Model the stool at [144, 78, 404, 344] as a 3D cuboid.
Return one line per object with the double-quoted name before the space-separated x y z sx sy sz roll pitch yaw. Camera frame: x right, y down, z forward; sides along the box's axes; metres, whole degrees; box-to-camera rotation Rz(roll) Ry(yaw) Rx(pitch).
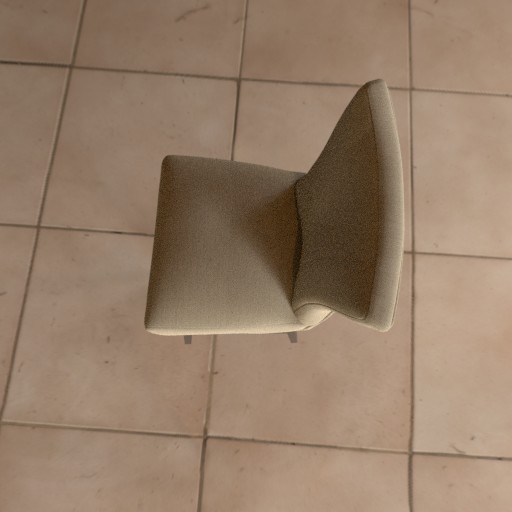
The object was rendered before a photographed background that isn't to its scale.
"stool" 0.000 0.000 1.352 0.574 1.086 0.514 3 76 1
